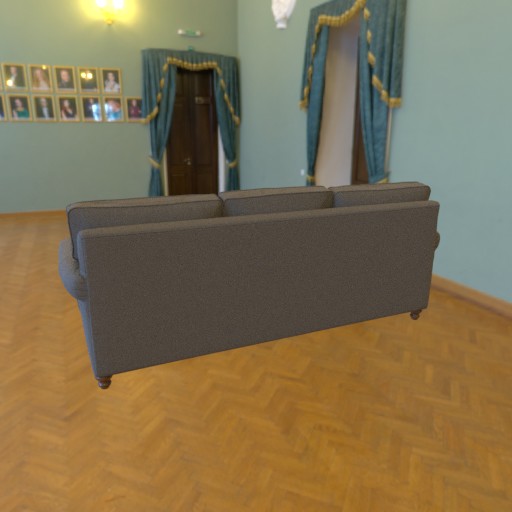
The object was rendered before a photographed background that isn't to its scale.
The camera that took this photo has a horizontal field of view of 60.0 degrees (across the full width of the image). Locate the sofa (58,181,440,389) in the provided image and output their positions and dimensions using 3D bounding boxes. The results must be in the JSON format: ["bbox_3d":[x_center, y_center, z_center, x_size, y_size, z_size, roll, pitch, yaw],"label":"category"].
[{"bbox_3d":[0.000,0.000,2.890,2.353,0.948,0.966,-7,17,-24],"label":"sofa"}]
